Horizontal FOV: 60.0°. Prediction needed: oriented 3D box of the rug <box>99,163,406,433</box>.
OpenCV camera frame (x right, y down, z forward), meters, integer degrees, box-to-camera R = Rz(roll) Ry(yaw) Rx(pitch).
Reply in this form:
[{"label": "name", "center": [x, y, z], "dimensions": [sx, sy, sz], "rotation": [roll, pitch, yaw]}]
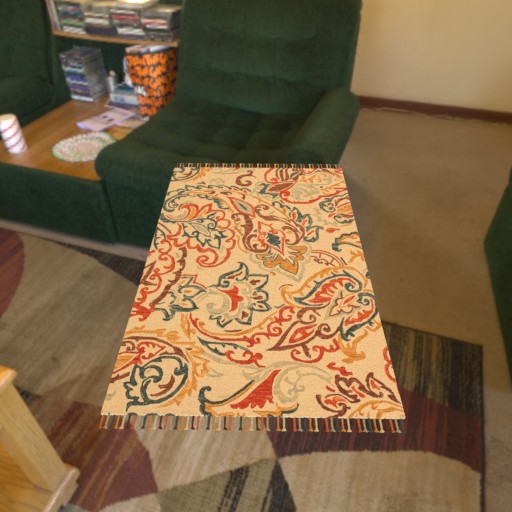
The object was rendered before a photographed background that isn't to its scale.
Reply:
[{"label": "rug", "center": [0.000, 0.000, 3.130], "dimensions": [1.523, 0.010, 2.584], "rotation": [1, 41, 1]}]
